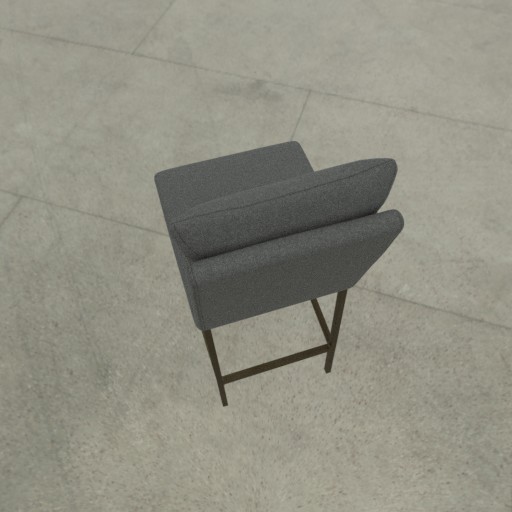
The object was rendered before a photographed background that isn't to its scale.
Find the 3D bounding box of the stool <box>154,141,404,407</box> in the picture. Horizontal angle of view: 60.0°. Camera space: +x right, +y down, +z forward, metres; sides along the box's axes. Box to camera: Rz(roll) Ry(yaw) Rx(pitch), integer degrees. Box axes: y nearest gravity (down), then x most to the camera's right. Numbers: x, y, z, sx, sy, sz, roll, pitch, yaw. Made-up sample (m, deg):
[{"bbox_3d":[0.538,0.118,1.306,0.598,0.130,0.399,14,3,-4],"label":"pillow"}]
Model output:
[{"bbox_3d":[0.000,0.000,1.326,0.463,1.030,0.569,-15,59,-9],"label":"stool"}]
